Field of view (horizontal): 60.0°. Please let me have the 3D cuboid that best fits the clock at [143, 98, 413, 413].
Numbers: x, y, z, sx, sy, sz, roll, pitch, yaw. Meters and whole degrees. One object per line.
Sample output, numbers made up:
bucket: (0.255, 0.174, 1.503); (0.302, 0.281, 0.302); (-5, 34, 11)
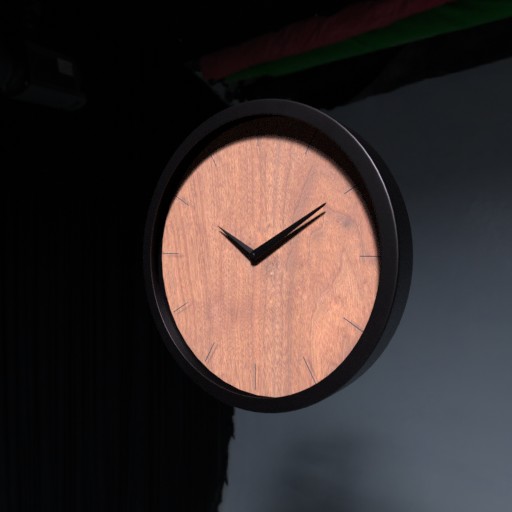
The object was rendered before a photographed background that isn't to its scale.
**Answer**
clock: (0.000, 0.000, 0.465); (0.314, 0.314, 0.040); (0, 0, 36)
